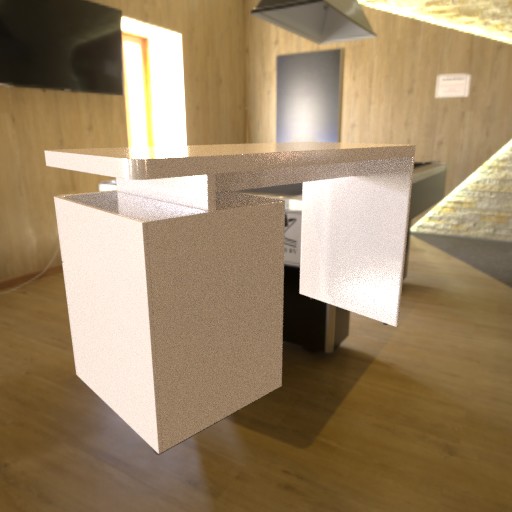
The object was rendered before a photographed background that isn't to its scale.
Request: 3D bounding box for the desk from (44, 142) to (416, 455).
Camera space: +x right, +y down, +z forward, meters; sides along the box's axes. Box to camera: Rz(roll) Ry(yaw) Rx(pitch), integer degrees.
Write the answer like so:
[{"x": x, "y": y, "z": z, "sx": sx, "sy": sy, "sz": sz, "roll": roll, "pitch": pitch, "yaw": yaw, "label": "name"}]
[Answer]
[{"x": 0.000, "y": 0.000, "z": 1.592, "sx": 1.200, "sy": 0.760, "sz": 0.550, "roll": -15, "pitch": 22, "yaw": -41, "label": "desk"}]
